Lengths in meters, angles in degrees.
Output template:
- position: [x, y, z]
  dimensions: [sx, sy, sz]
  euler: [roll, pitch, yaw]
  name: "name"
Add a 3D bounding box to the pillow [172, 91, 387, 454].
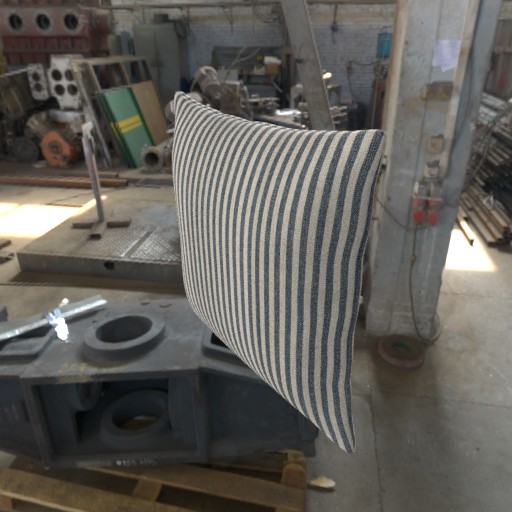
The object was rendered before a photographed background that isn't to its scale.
- position: [0.000, 0.000, 0.786]
  dimensions: [0.166, 0.510, 0.523]
  euler: [-17, 31, -31]
  name: "pillow"
